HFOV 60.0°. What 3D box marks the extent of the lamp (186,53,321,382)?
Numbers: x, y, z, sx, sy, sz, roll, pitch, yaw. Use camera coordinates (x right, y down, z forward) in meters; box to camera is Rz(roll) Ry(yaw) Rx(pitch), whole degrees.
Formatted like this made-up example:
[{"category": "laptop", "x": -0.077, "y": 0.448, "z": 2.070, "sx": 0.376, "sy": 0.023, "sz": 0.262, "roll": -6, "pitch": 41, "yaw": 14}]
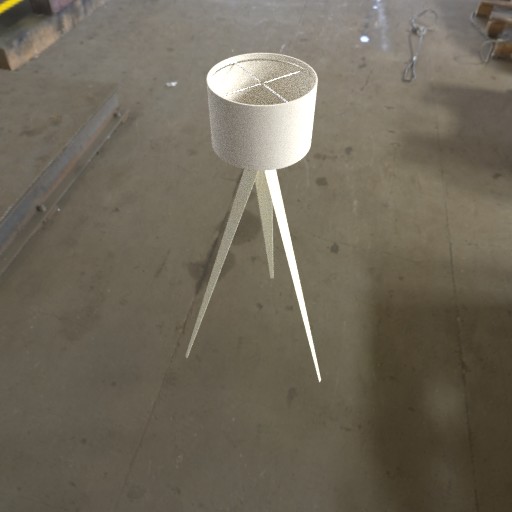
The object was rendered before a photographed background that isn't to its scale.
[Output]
[{"category": "lamp", "x": 0.000, "y": 0.000, "z": 1.912, "sx": 0.716, "sy": 1.524, "sz": 0.724, "roll": -26, "pitch": 53, "yaw": -21}]
